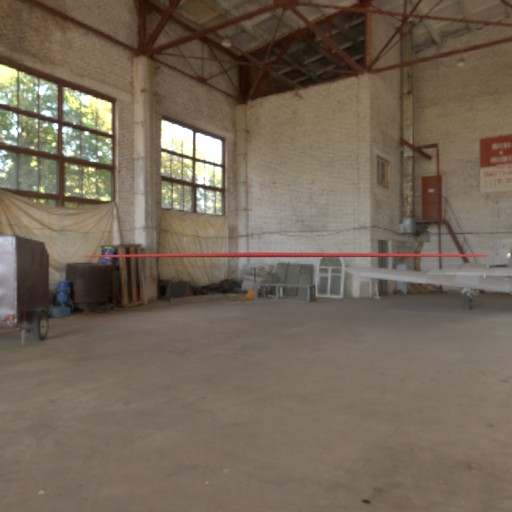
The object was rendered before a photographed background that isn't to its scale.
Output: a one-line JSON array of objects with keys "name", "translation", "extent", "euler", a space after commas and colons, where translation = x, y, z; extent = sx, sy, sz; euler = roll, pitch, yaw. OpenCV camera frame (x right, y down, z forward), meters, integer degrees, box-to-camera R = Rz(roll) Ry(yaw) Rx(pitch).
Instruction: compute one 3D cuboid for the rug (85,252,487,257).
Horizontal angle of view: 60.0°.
[{"name": "rug", "translation": [0.000, 0.000, 2.907], "extent": [1.593, 0.013, 2.211], "euler": [0, 0, -36]}]
